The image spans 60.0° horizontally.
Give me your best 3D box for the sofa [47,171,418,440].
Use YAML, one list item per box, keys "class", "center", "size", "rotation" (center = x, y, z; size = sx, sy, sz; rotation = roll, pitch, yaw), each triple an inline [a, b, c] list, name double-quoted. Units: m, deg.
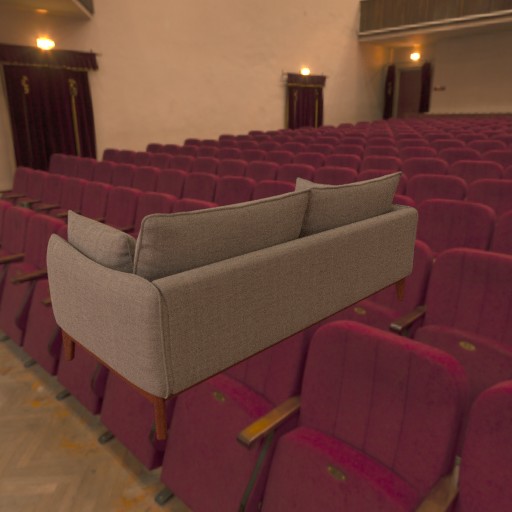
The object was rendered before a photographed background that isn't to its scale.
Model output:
- class: "sofa"
  center: [0.000, 0.000, 2.473]
  size: [0.972, 0.851, 1.989]
  rotation: [16, 24, 42]
